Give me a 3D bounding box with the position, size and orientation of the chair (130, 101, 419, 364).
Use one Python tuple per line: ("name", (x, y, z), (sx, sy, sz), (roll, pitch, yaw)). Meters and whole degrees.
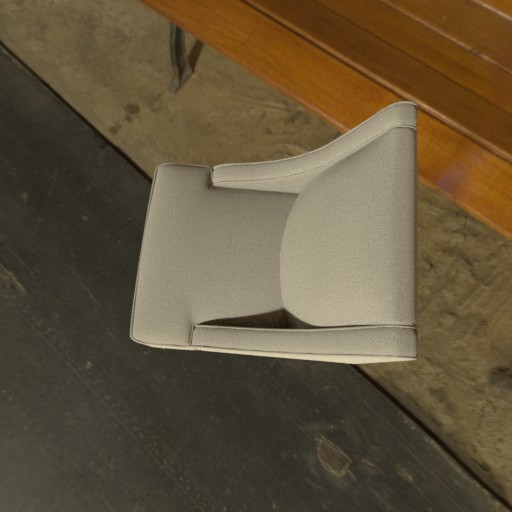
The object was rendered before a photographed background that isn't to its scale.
("chair", (0.000, 0.000, 1.396), (0.737, 0.864, 0.610), (5, 76, 1))
